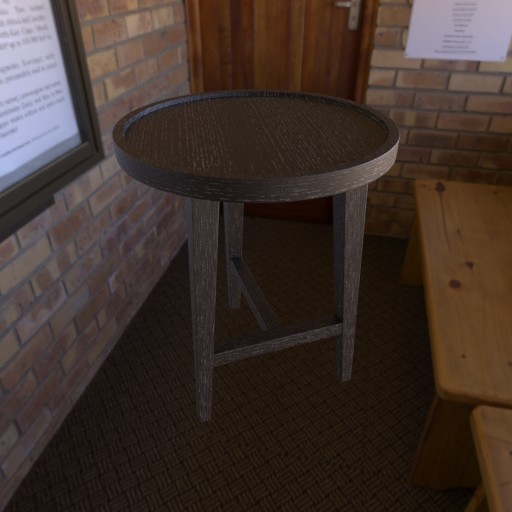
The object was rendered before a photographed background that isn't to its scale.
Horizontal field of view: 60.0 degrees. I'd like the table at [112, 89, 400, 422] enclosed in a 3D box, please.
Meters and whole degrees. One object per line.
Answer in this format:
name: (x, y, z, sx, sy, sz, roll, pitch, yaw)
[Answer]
table: (0.000, 0.000, 0.762, 0.399, 0.460, 0.399, 0, 33, 0)
